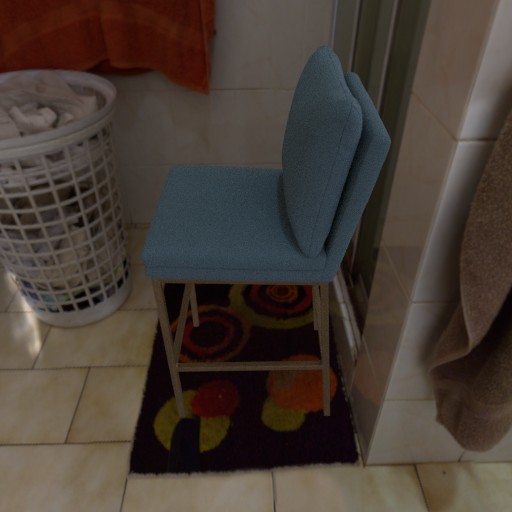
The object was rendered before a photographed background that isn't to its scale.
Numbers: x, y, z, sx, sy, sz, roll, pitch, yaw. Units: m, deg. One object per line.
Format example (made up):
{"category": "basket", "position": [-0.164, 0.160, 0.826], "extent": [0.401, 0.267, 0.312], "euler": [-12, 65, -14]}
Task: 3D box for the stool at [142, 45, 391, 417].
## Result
{"category": "stool", "position": [0.000, 0.000, 1.382], "extent": [0.568, 1.124, 0.463], "euler": [0, 40, 1]}
